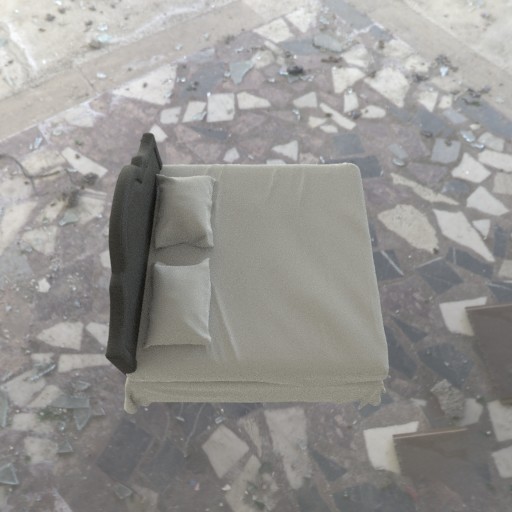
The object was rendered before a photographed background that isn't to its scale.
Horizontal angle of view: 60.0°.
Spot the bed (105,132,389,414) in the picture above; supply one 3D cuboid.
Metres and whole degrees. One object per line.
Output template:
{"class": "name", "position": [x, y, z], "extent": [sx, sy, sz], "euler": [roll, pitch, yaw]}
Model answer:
{"class": "bed", "position": [0.000, 0.000, 3.698], "extent": [2.222, 1.631, 2.303], "euler": [0, 61, 0]}
